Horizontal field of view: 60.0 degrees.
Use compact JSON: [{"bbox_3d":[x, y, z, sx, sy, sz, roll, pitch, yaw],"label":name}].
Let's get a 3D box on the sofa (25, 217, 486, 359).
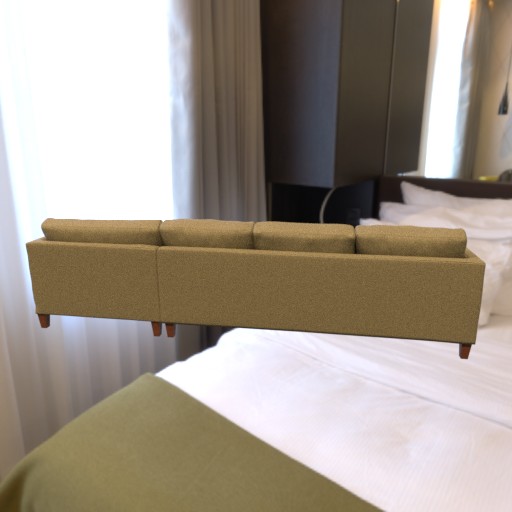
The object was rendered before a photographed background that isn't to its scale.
[{"bbox_3d":[0.000,0.000,3.827,3.186,0.861,1.625,2,16,9],"label":"sofa"}]
